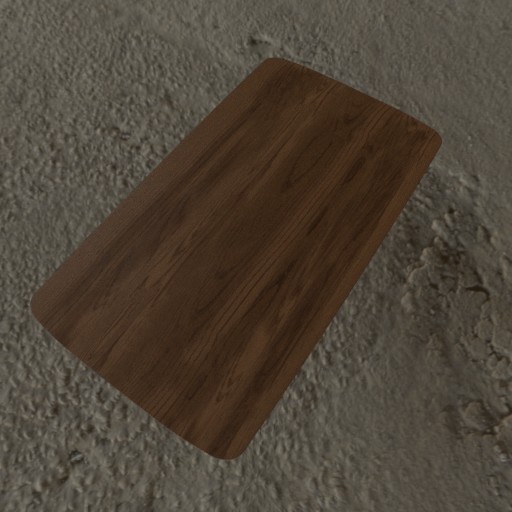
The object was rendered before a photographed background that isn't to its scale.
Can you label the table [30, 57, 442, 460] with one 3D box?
[{"bbox_3d":[0.000,0.000,2.101,0.949,0.765,1.643,32,67,15],"label":"table"}]
